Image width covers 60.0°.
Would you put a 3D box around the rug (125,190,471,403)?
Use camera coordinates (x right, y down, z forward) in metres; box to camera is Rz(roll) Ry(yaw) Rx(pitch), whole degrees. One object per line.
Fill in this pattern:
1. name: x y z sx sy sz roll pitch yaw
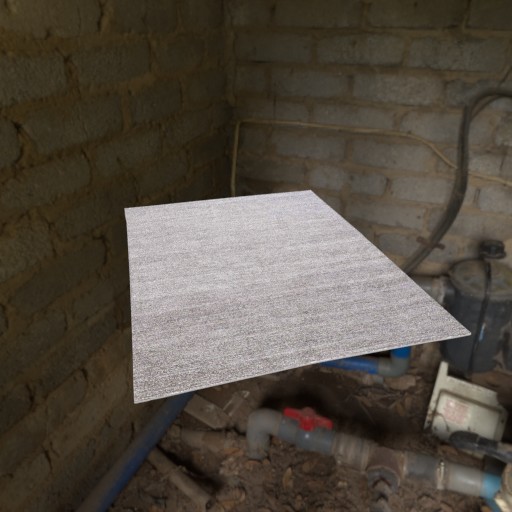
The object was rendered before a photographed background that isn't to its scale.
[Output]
1. rug: 0.000 0.000 4.332 2.434 0.045 3.202 -8 29 -14
